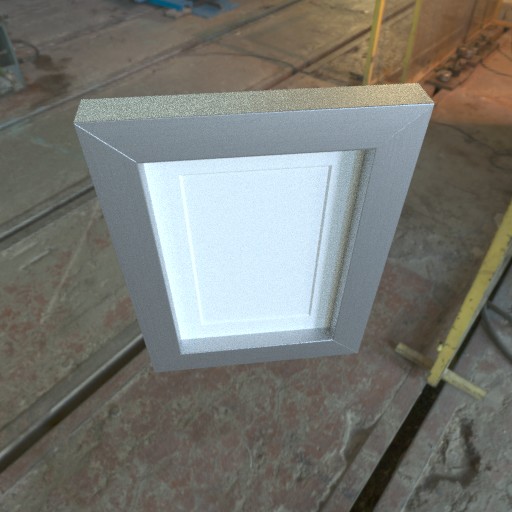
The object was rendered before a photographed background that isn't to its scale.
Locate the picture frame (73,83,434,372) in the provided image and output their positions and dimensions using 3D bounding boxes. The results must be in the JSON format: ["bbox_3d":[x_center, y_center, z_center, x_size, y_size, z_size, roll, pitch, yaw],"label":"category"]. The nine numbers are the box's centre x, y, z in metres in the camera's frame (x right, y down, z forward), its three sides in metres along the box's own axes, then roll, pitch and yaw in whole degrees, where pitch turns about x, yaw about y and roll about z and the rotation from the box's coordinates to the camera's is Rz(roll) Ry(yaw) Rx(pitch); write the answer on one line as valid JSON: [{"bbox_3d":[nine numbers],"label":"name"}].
[{"bbox_3d":[0.000,0.000,0.276,0.157,0.208,0.028,-4,46,-4],"label":"picture frame"}]
